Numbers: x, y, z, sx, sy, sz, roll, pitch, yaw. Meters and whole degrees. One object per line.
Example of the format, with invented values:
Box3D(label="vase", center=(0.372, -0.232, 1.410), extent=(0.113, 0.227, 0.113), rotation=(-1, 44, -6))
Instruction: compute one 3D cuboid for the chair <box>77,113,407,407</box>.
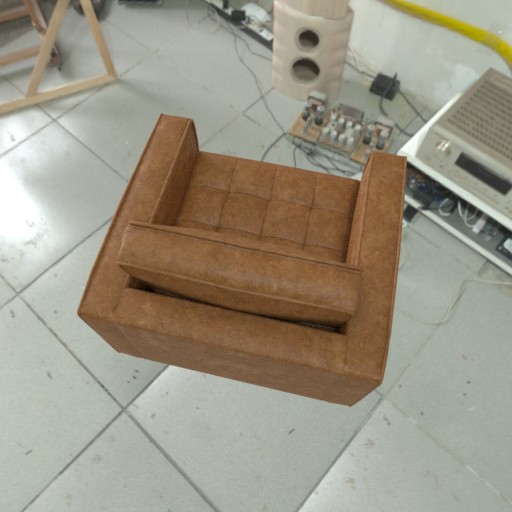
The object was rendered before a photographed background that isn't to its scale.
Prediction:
Box3D(label="chair", center=(0.000, 0.000, 1.559), extent=(0.928, 0.767, 0.798), rotation=(12, 64, 6))
